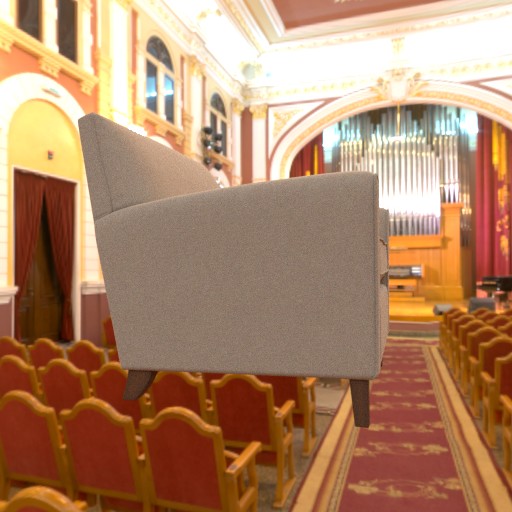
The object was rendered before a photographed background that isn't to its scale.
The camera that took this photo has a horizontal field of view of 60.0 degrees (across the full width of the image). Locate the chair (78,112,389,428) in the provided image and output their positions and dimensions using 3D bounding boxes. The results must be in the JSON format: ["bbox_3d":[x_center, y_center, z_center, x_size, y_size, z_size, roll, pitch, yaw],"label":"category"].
[{"bbox_3d":[0.000,0.000,1.536,0.871,0.846,0.840,0,-1,19],"label":"chair"}]
